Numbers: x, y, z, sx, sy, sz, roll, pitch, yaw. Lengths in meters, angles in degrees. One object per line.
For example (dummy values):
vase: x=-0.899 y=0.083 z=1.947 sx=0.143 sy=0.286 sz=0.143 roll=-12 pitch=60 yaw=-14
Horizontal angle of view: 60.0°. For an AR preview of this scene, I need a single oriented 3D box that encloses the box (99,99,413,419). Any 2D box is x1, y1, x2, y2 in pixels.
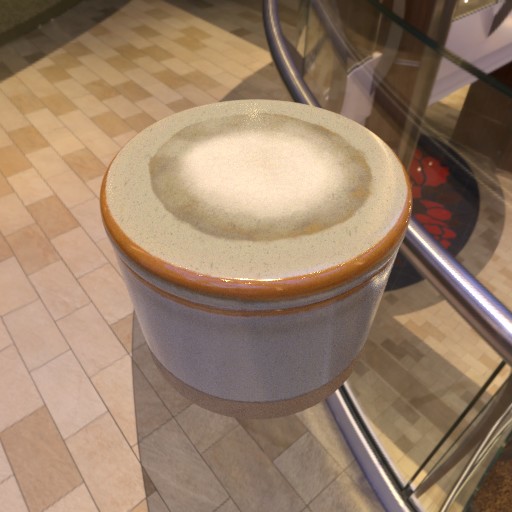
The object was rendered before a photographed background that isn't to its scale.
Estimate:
box: x=0.000 y=0.000 z=0.211 sx=0.123 sy=0.100 sz=0.123 roll=0 pitch=46 yaw=0
